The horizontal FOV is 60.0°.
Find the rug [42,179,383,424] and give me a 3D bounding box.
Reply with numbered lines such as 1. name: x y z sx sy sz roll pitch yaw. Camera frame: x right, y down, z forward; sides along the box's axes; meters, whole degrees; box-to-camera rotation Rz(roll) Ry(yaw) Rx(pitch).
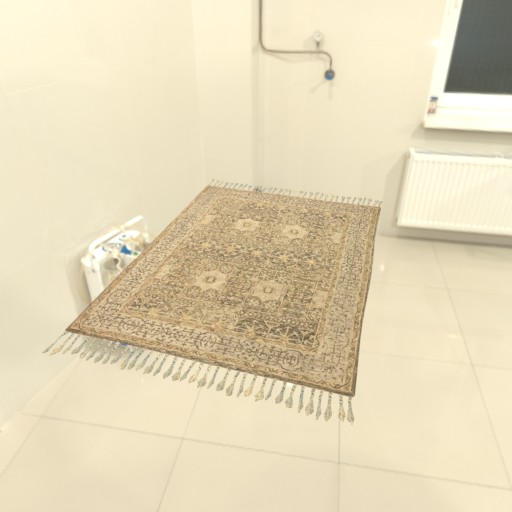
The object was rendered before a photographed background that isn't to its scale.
1. rug: 0.000 0.000 3.119 1.619 0.023 2.465 9 33 14
